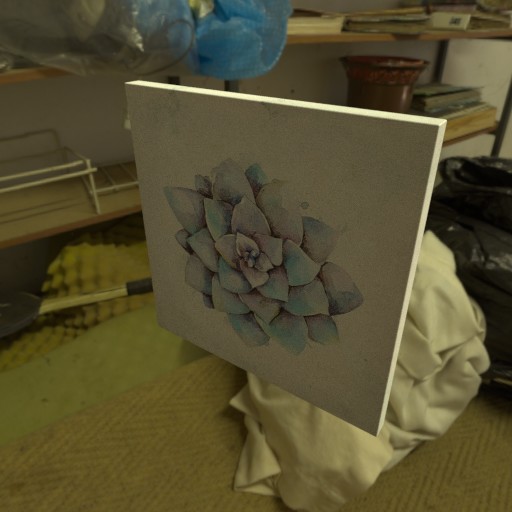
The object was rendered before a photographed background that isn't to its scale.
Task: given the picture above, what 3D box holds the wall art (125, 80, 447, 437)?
[{"bbox_3d":[0.000,0.000,0.895,0.612,0.612,0.040,19,35,30],"label":"wall art"}]
